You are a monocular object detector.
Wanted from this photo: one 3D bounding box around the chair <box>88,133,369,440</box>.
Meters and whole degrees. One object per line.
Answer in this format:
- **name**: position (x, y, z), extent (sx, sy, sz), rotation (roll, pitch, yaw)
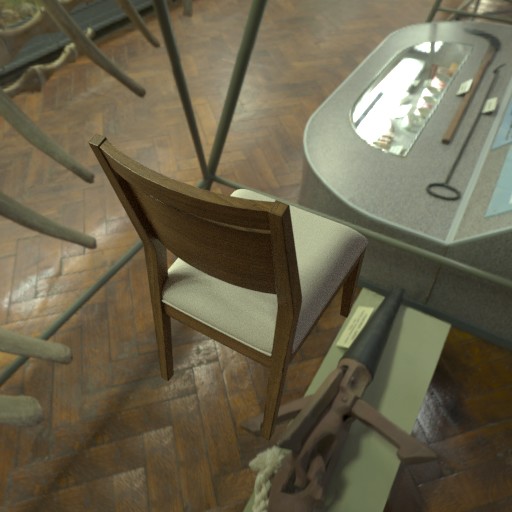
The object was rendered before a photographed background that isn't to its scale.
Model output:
- **chair**: position (0.000, 0.000, 1.283), extent (0.497, 0.939, 0.610), rotation (23, 51, 20)
